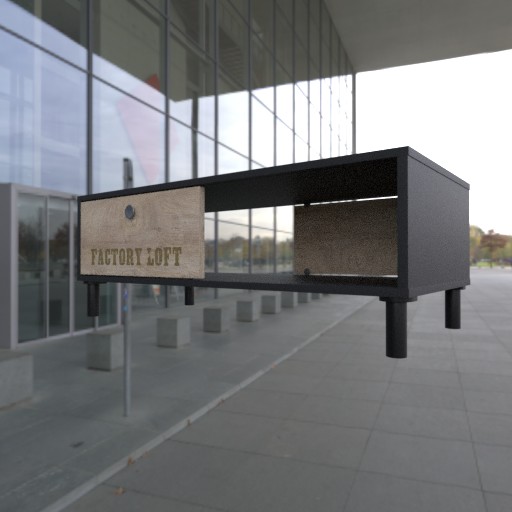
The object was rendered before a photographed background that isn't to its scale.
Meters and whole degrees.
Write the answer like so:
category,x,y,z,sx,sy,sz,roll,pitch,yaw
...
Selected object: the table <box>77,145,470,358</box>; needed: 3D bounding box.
category,x,y,z,sx,sy,sz,roll,pitch,yaw
table,0.000,0.000,1.357,1.100,0.400,0.550,0,-1,37
